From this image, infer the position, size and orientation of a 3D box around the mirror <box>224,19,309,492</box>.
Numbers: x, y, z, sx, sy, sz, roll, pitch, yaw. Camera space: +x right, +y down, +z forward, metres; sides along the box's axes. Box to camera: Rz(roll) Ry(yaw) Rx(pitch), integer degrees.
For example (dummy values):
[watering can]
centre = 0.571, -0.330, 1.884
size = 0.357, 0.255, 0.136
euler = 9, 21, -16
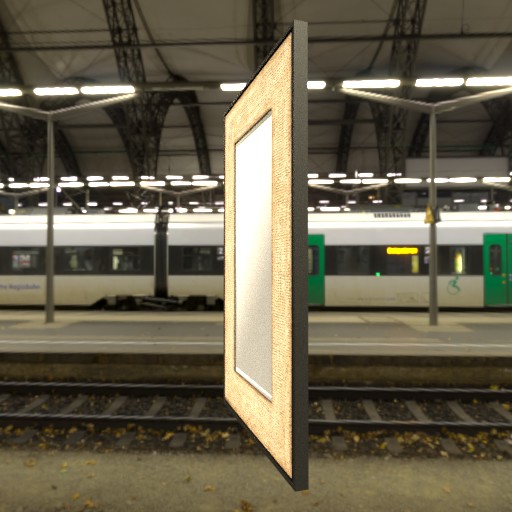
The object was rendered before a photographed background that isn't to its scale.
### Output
[mirror]
centre = 0.000, 0.000, 1.512
size = 0.038, 1.219, 0.762
euler = 0, -1, -18
